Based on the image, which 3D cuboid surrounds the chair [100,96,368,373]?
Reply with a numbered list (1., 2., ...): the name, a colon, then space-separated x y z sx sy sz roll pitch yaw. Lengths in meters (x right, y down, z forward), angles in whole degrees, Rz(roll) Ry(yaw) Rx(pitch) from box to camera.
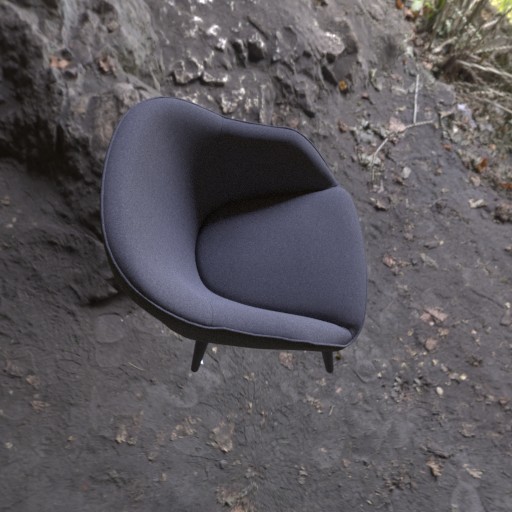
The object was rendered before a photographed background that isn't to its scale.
1. chair: 0.000 0.000 1.232 0.611 0.810 0.589 0 65 0
